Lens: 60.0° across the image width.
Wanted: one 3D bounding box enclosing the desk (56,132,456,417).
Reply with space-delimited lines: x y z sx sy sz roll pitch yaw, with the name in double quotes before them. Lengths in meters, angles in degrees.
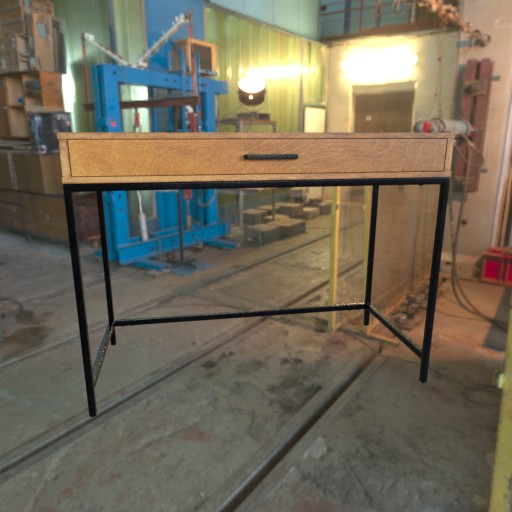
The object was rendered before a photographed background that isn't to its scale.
"desk" 0.000 0.000 1.422 1.016 0.762 0.470 -3 16 -10
